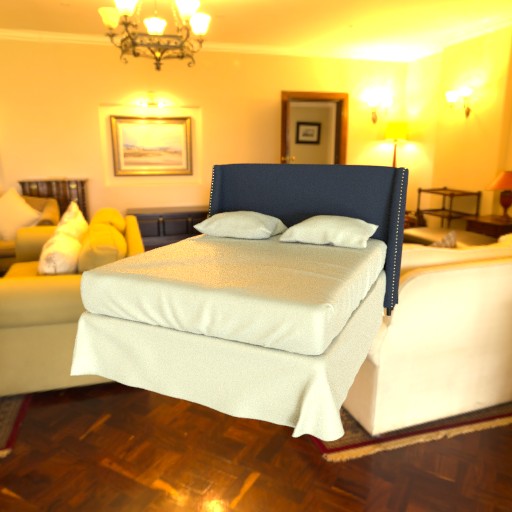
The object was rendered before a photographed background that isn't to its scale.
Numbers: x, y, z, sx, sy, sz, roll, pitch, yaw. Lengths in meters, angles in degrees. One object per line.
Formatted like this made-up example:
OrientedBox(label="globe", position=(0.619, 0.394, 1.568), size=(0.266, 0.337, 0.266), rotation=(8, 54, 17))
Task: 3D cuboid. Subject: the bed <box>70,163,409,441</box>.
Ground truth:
OrientedBox(label="bed", position=(0.000, 0.000, 3.419), size=(1.925, 1.332, 2.276), rotation=(6, 15, 24))
